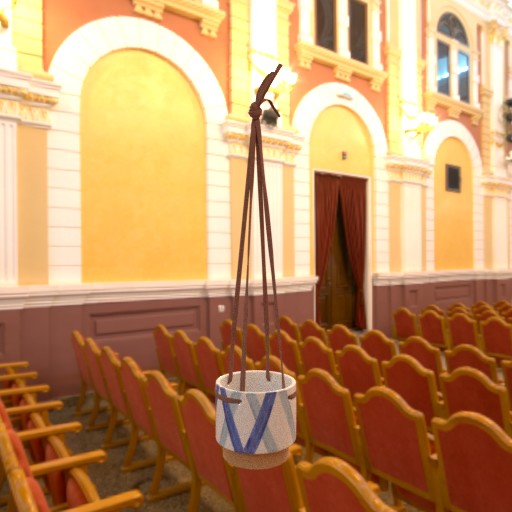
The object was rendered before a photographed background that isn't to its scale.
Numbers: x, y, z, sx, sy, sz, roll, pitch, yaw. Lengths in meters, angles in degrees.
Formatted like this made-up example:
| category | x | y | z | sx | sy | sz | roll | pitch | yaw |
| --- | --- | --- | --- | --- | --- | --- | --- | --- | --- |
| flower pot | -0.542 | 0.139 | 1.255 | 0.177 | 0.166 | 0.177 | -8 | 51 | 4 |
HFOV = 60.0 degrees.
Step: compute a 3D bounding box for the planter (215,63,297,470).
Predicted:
| category | x | y | z | sx | sy | sz | roll | pitch | yaw |
| --- | --- | --- | --- | --- | --- | --- | --- | --- | --- |
| planter | 0.000 | 0.000 | 0.843 | 0.157 | 0.753 | 0.153 | 0 | 0 | -35 |
